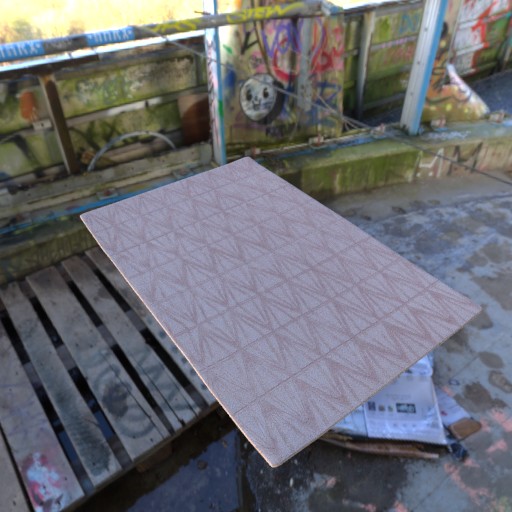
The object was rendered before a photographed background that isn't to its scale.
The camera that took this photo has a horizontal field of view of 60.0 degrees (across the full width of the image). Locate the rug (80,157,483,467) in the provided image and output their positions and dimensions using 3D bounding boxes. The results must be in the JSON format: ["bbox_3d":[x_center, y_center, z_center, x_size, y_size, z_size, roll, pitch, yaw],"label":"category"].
[{"bbox_3d":[0.000,0.000,2.295,1.230,0.025,1.837,-25,46,-27],"label":"rug"}]
